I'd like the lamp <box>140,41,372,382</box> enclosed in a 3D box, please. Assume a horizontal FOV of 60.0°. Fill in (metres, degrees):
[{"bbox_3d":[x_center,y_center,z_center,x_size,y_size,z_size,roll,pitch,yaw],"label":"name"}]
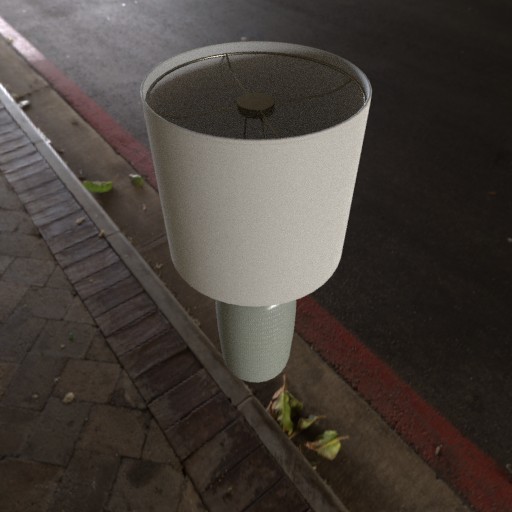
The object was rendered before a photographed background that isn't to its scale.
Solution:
[{"bbox_3d":[0.000,0.000,0.596,0.220,0.475,0.220,-3,45,-3],"label":"lamp"}]
